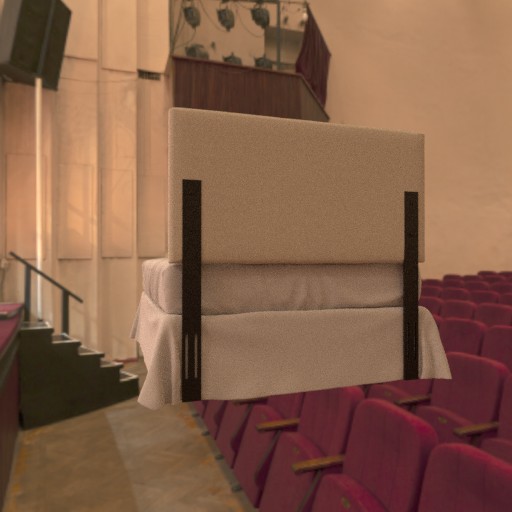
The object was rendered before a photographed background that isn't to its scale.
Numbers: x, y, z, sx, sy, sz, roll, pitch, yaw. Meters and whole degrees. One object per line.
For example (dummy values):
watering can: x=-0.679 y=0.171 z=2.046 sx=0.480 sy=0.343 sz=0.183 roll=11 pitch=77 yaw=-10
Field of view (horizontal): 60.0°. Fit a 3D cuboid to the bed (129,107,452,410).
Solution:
bed: x=0.000 y=0.000 z=3.556 sx=1.936 sy=1.577 sz=2.222 roll=0 pitch=0 yaw=-18
